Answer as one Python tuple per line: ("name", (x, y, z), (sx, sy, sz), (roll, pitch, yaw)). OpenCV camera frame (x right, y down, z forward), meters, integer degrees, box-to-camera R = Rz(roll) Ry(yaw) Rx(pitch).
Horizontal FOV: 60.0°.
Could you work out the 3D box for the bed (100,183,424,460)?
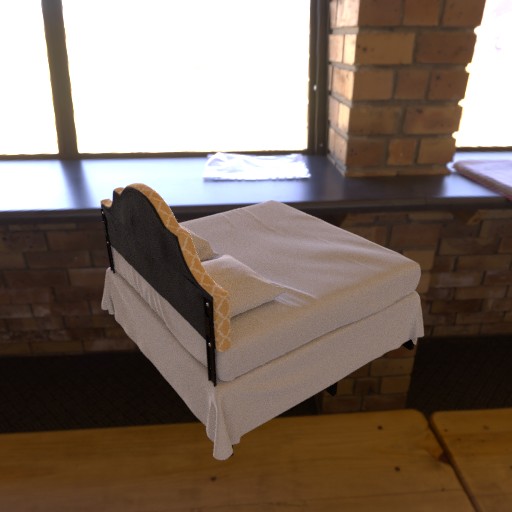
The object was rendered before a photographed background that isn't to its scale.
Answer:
("bed", (0.000, 0.000, 3.856), (2.222, 1.601, 2.314), (-18, 32, -31))
